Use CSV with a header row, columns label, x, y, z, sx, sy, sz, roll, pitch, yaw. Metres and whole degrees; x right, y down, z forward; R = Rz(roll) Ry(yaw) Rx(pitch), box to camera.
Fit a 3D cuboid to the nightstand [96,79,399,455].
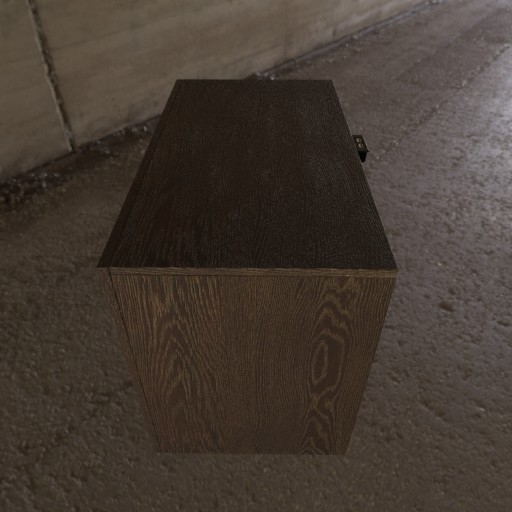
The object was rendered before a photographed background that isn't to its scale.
label,x,y,z,sx,sy,sz,roll,pitch,yaw
nightstand,0.000,0.000,1.117,0.457,0.612,0.775,0,40,0
